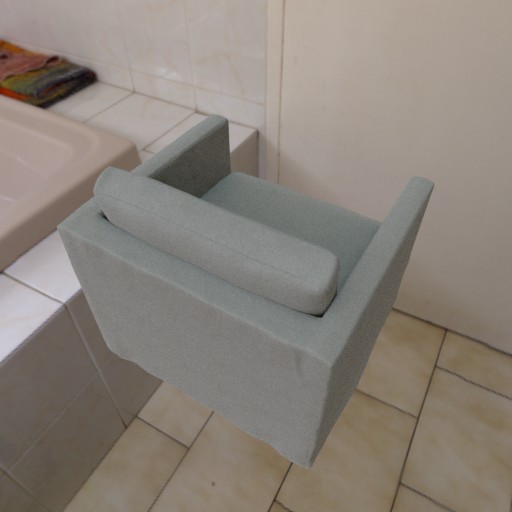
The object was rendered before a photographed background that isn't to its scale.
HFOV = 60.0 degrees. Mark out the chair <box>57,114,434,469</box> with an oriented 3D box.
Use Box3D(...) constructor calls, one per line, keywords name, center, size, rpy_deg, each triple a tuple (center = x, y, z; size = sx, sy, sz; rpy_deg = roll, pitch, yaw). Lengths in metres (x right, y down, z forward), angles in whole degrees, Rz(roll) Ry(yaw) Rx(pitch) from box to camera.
Box3D(name="chair", center=(0.000, 0.000, 1.759), size=(1.057, 0.863, 0.949), rpy_deg=(23, 50, 22))
